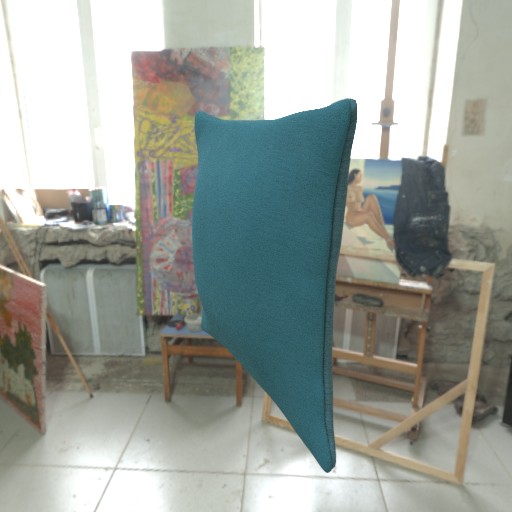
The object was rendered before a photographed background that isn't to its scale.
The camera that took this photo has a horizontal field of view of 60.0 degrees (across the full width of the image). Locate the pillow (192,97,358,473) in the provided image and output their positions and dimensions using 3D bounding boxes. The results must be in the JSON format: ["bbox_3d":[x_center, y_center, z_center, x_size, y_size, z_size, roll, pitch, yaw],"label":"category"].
[{"bbox_3d":[0.000,0.000,0.646,0.151,0.415,0.433,-8,18,-25],"label":"pillow"}]
